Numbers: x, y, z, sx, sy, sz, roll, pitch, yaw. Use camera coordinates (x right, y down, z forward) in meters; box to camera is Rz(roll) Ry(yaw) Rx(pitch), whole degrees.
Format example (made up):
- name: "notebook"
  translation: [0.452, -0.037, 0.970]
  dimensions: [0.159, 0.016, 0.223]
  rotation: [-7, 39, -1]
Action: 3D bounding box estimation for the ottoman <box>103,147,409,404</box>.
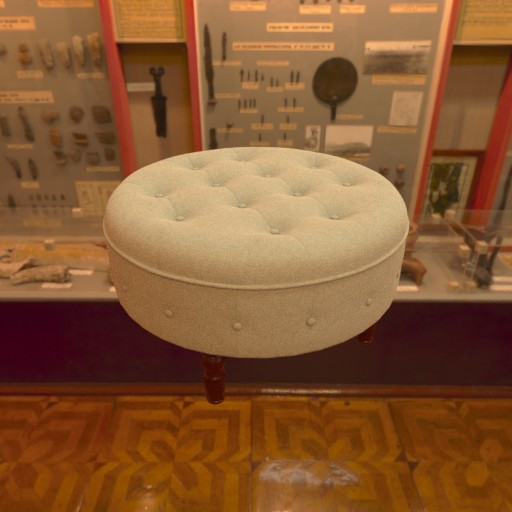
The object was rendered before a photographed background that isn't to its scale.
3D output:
- name: "ottoman"
  translation: [0.000, 0.000, 1.362]
  dimensions: [0.849, 0.478, 0.849]
  rotation: [0, 29, 0]
